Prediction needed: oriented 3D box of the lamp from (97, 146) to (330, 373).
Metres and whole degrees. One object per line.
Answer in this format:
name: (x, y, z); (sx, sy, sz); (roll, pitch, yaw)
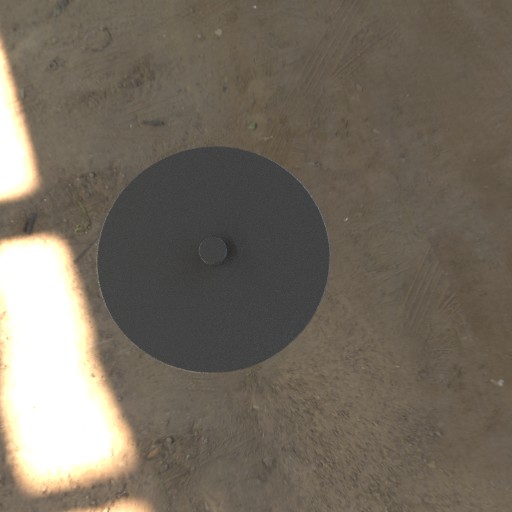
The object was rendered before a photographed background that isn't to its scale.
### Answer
lamp: (0.000, 0.000, 0.685); (0.229, 0.508, 0.369); (35, 79, 8)
